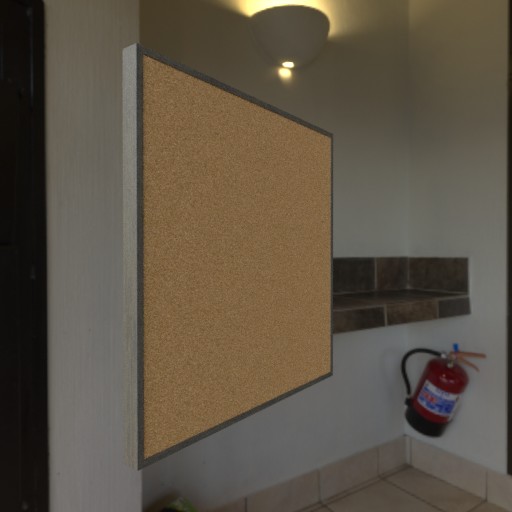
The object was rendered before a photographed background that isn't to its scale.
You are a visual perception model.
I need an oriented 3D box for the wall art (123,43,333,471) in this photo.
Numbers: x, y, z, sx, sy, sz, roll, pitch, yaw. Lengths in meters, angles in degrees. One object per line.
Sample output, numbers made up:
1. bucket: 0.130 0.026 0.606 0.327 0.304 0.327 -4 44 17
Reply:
1. wall art: 0.000 0.000 1.100 0.039 0.758 0.758 0 1 37
